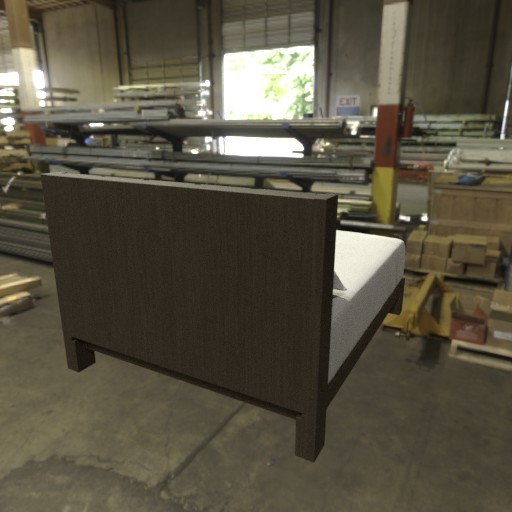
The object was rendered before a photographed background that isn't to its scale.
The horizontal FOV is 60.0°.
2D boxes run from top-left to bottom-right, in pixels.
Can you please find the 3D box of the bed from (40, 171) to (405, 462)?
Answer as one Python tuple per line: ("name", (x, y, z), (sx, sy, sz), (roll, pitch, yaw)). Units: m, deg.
("bed", (0.000, 0.000, 3.153), (1.735, 1.261, 1.992), (9, 19, 28))
